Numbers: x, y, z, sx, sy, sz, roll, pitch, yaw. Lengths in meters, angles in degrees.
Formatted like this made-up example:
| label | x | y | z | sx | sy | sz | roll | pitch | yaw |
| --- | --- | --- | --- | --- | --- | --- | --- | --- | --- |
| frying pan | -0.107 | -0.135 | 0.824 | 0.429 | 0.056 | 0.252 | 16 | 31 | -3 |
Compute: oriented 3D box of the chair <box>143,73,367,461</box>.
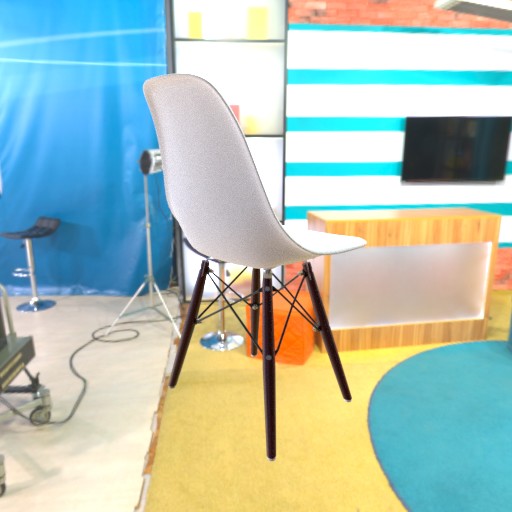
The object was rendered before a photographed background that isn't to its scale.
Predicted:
| label | x | y | z | sx | sy | sz | roll | pitch | yaw |
| --- | --- | --- | --- | --- | --- | --- | --- | --- | --- |
| chair | 0.000 | 0.000 | 1.155 | 0.533 | 0.826 | 0.470 | -13 | 19 | -43 |
